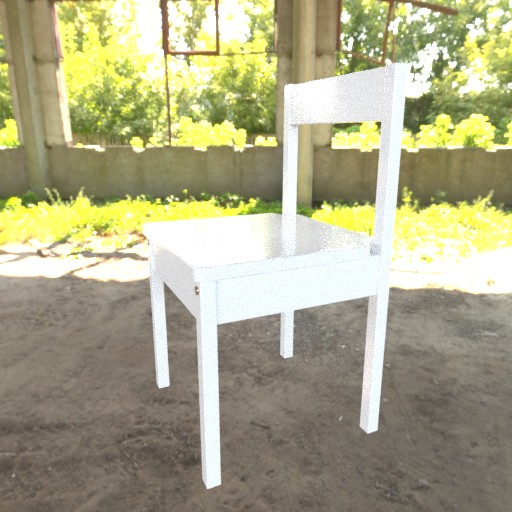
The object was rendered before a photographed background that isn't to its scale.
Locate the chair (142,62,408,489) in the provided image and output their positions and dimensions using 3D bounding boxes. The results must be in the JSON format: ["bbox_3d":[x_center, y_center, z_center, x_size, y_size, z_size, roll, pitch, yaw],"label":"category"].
[{"bbox_3d":[0.000,0.000,0.859,0.361,0.668,0.367,-7,17,-24],"label":"chair"}]
